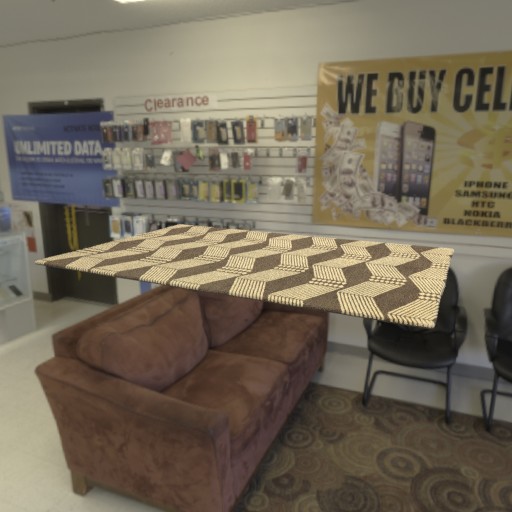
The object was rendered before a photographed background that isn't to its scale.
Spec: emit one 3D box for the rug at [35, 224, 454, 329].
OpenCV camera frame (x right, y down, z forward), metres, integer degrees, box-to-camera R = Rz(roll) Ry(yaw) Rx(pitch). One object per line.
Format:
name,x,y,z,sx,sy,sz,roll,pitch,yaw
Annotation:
rug,0.000,0.000,2.300,1.833,0.016,1.210,7,15,25
